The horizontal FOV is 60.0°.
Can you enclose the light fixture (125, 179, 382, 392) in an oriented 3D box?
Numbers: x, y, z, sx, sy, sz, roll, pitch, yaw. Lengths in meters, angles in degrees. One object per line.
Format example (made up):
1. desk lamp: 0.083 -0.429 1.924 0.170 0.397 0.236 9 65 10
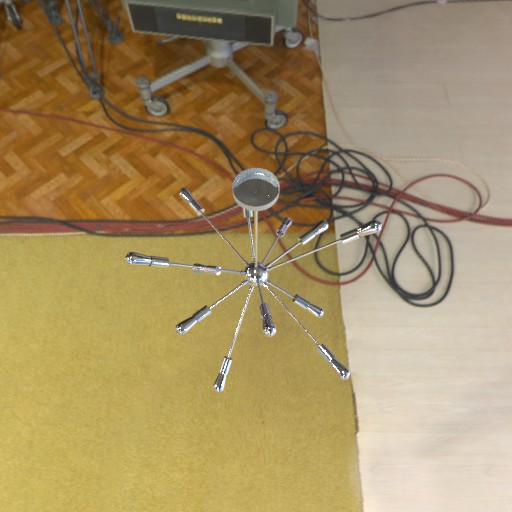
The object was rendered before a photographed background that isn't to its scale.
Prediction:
1. light fixture: 0.000 0.000 1.059 0.509 0.558 0.684 -36 68 -16
